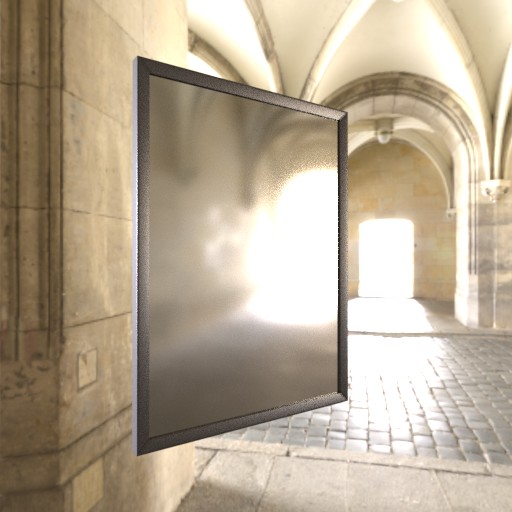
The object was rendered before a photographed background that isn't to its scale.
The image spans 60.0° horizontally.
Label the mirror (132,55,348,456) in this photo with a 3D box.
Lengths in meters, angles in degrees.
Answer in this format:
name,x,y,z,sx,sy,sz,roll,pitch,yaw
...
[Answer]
name,x,y,z,sx,sy,sz,roll,pitch,yaw
mirror,0.000,0.000,1.357,0.762,1.016,0.040,0,0,-35
